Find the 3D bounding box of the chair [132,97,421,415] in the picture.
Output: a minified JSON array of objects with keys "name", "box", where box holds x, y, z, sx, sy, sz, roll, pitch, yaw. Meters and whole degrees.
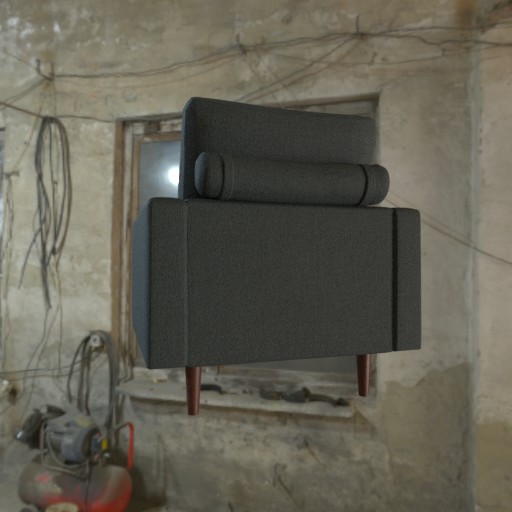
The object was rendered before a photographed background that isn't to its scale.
[{"name":"chair","box":[0.000,0.000,1.575,0.821,0.880,0.843,0,-1,-18]}]
